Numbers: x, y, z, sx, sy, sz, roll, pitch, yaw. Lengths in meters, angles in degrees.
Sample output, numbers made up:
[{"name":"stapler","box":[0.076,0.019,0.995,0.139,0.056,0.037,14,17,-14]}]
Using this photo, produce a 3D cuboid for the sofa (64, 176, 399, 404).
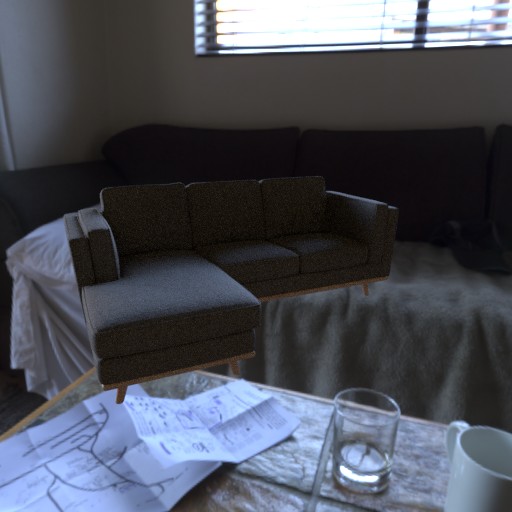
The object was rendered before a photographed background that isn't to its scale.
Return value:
[{"name":"sofa","box":[0.000,0.000,3.134,2.411,0.929,1.604,-7,18,-24]}]
